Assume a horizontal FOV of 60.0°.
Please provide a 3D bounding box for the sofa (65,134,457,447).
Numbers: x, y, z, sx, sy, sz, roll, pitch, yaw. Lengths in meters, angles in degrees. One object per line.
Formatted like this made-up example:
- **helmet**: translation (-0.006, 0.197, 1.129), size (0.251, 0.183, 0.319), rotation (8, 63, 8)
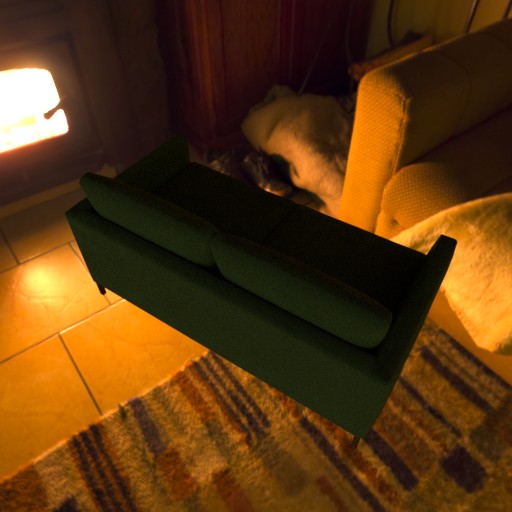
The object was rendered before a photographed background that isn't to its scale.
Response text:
- **sofa**: translation (0.000, 0.000, 2.221), size (1.676, 0.817, 0.875), rotation (25, 52, 22)
